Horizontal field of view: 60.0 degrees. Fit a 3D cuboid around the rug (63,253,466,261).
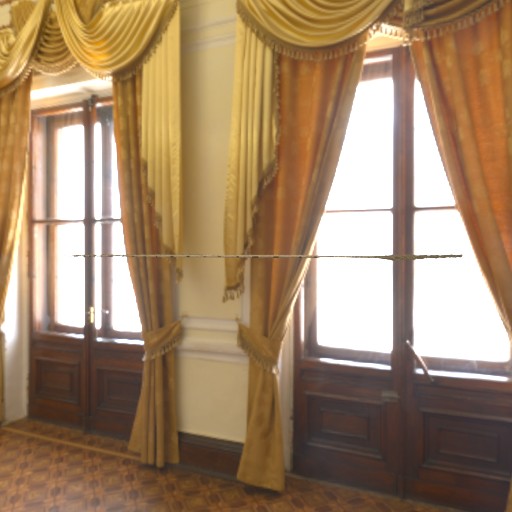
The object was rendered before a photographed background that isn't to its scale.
[{"bbox_3d":[0.000,0.000,3.131,2.472,0.035,1.495,0,0,36],"label":"rug"}]
